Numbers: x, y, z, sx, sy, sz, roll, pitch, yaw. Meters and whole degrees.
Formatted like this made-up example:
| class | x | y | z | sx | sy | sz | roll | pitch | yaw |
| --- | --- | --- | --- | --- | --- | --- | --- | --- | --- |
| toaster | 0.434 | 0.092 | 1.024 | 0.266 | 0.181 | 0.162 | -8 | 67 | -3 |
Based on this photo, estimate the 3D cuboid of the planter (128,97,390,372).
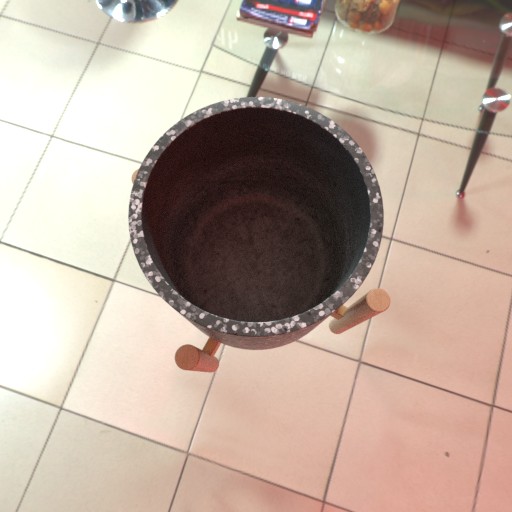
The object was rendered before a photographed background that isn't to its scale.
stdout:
| class | x | y | z | sx | sy | sz | roll | pitch | yaw |
| --- | --- | --- | --- | --- | --- | --- | --- | --- | --- |
| planter | 0.000 | 0.000 | 0.540 | 0.284 | 0.320 | 0.284 | -38 | 78 | -10 |
